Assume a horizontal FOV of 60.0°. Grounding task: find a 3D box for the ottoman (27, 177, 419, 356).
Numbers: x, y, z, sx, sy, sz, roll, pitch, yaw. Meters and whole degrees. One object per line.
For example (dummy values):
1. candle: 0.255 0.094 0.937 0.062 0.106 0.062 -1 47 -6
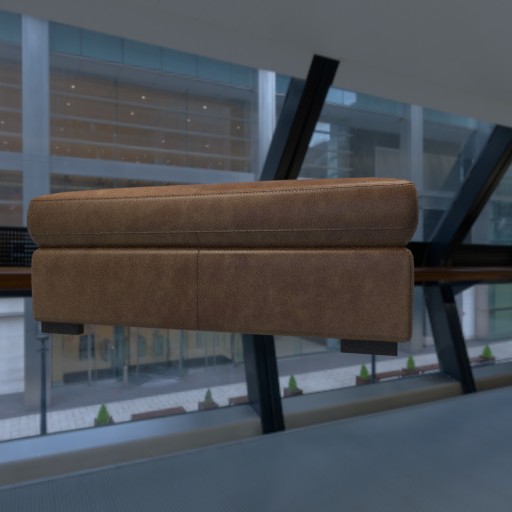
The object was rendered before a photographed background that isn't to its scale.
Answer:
1. ottoman: 0.000 0.000 1.777 1.168 0.483 1.169 0 1 17
